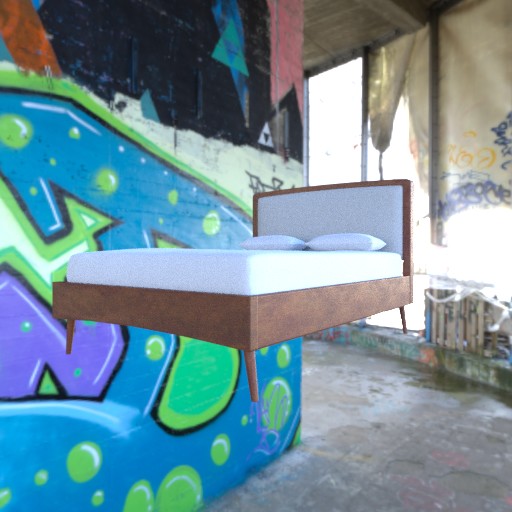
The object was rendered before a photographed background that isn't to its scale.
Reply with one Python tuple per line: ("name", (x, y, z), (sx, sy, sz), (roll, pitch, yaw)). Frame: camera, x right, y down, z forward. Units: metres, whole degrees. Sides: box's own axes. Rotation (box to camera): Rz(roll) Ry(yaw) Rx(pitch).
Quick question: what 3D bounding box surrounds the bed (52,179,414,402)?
("bed", (0.000, 0.000, 3.217), (1.587, 1.275, 2.196), (0, 1, 37))
